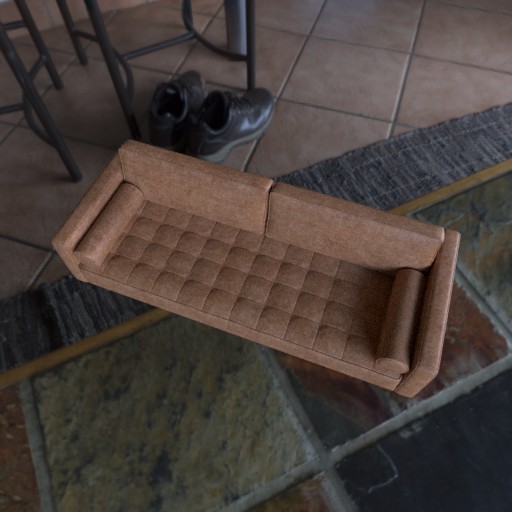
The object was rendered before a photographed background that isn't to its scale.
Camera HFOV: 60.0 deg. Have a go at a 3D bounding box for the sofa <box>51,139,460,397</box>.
[{"bbox_3d":[0.000,0.000,2.683,2.200,0.770,0.919,18,59,11],"label":"sofa"}]
